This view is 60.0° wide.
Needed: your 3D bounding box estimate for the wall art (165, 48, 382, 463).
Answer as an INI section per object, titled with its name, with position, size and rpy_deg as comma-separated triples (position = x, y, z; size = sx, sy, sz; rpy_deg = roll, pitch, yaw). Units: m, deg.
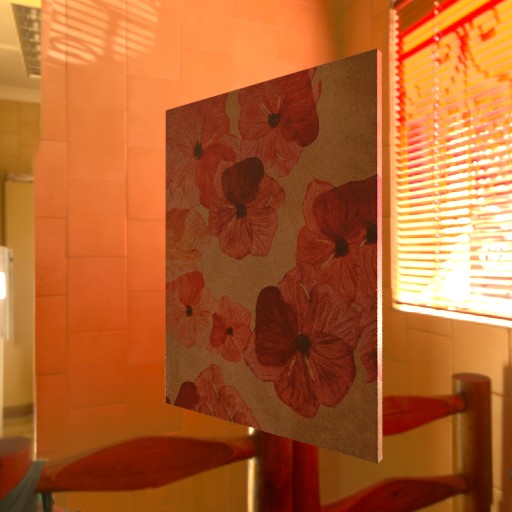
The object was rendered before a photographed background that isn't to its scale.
[wall art]
position = 0.000, 0.000, 1.321
size = 0.762, 1.015, 0.031
rpy_deg = 0, 0, 37
